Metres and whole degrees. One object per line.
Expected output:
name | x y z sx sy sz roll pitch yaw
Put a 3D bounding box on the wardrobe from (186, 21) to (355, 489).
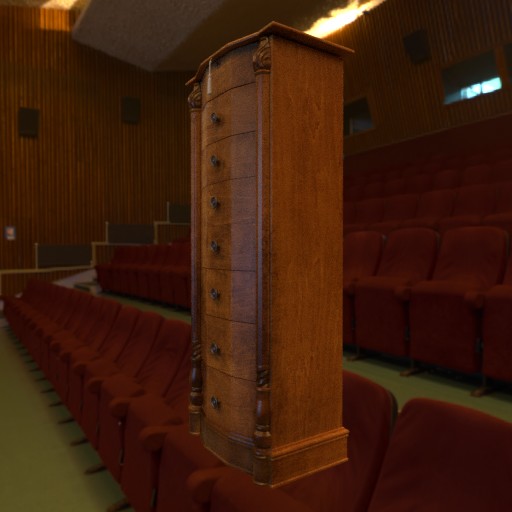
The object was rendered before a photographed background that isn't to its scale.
wardrobe | 0.000 0.000 1.119 0.273 0.959 0.406 -1 1 -34
